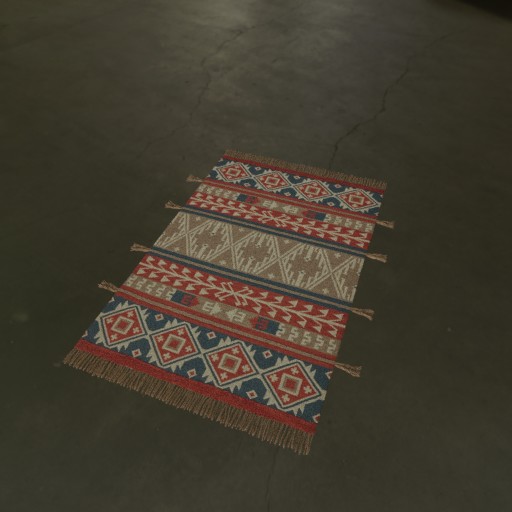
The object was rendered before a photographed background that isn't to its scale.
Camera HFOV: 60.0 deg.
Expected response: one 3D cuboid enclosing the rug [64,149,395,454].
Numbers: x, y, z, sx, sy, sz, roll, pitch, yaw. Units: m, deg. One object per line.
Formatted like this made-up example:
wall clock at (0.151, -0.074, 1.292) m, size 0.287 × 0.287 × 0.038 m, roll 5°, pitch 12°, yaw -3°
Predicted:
rug at (0.000, 0.000, 3.176) m, size 1.778 × 0.048 × 2.450 m, roll 15°, pitch 47°, yaw 14°
